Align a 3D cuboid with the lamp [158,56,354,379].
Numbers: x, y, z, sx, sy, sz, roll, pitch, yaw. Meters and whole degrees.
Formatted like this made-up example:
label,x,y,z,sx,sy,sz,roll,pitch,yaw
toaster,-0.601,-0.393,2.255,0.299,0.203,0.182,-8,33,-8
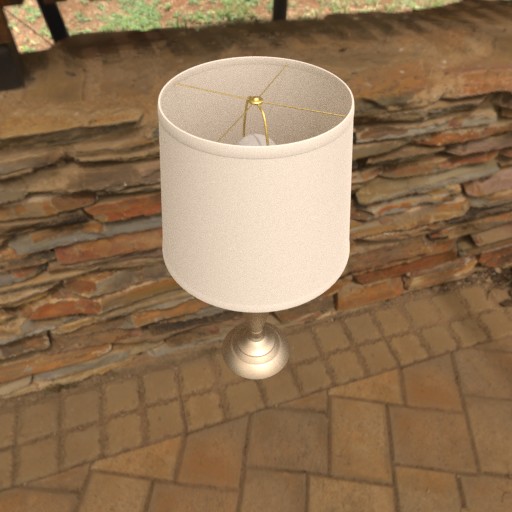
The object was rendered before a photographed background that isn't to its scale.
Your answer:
label,x,y,z,sx,sy,sz,roll,pitch,yaw
lamp,0.000,0.000,0.817,0.328,0.619,0.328,0,45,0
